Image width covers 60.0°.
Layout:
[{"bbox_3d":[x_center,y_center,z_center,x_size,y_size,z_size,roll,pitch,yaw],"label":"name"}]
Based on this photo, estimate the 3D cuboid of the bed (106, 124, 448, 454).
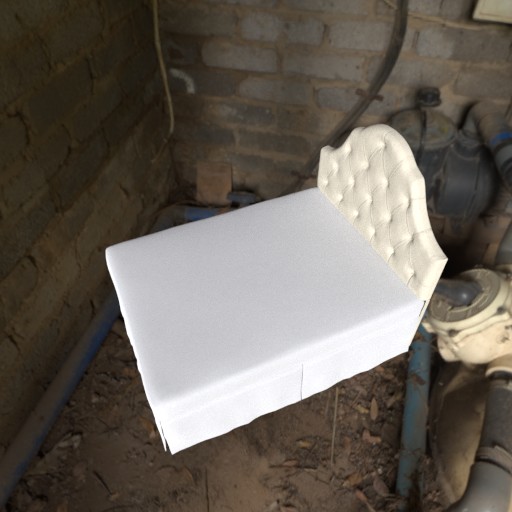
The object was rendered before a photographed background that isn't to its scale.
[{"bbox_3d":[0.000,0.000,3.271,2.092,1.575,1.627,-18,48,-17],"label":"bed"}]
